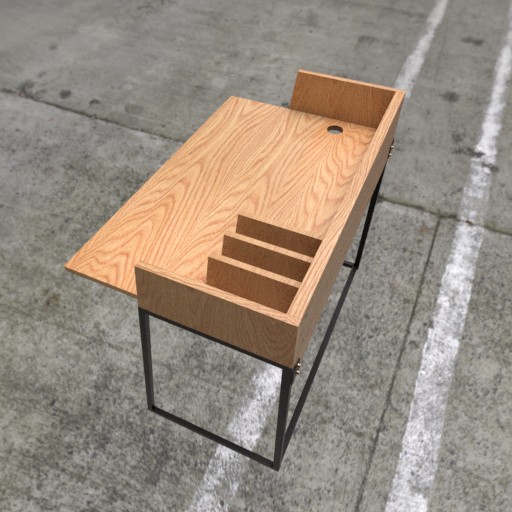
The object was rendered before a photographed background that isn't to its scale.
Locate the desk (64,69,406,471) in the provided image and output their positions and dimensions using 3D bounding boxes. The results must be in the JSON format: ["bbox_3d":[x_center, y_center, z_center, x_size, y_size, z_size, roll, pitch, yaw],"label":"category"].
[{"bbox_3d":[0.000,0.000,1.859,0.769,1.061,1.191,19,50,16],"label":"desk"}]
